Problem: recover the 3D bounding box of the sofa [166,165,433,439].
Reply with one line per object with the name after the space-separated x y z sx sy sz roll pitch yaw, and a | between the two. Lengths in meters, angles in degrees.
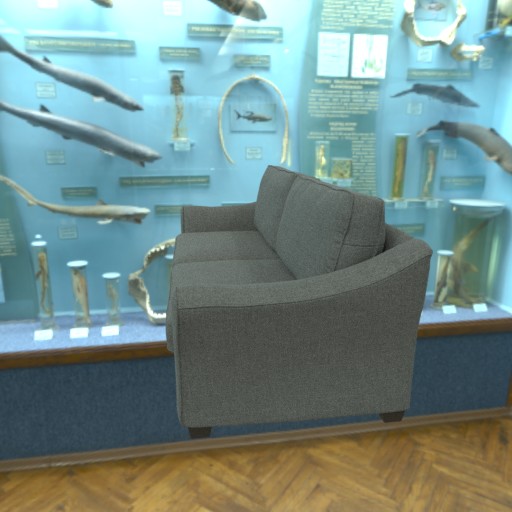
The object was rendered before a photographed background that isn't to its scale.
0.000 0.000 2.668 1.013 0.976 2.203 -2 15 -8 | sofa
